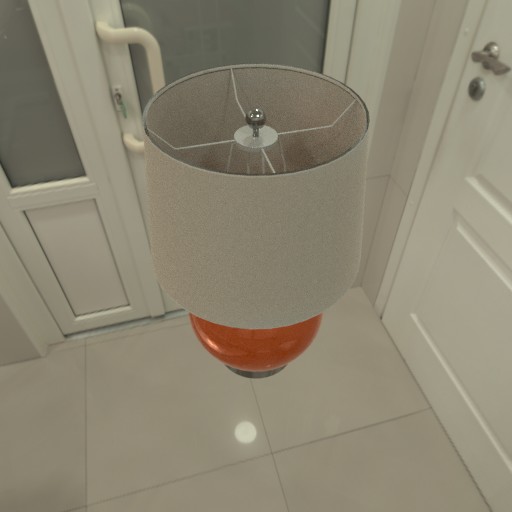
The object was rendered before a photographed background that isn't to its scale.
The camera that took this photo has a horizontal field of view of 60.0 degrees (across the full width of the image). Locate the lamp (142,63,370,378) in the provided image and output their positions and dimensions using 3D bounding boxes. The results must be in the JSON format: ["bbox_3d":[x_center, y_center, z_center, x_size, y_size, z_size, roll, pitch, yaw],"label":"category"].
[{"bbox_3d":[0.000,0.000,0.544,0.247,0.387,0.247,0,46,0],"label":"lamp"}]
